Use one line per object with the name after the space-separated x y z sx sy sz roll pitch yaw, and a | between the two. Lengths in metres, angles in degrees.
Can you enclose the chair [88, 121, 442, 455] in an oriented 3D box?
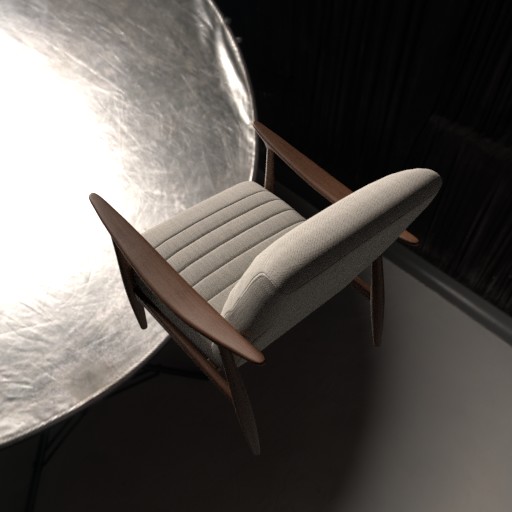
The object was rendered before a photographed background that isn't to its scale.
0.000 0.000 1.442 0.741 0.832 0.798 -32 54 -27 | chair
